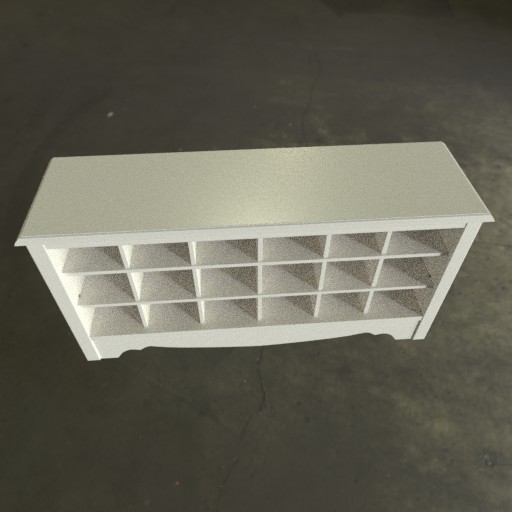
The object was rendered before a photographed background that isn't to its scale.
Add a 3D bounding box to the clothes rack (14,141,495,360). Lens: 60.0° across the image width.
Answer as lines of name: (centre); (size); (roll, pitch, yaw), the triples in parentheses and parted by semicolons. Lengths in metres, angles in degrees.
clothes rack: (0.000, 0.000, 1.325); (1.120, 0.531, 0.324); (-3, 47, -3)
